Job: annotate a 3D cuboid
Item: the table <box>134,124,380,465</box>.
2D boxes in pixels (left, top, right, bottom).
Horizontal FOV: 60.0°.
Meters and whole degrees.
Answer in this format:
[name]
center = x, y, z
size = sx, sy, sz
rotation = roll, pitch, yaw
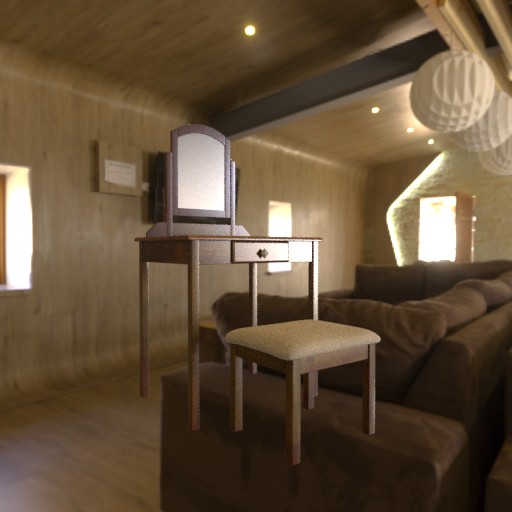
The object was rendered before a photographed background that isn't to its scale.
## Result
[table]
center = 0.000, 0.000, 2.347
size = 0.876, 1.631, 1.211
rotation = -1, 1, -37
